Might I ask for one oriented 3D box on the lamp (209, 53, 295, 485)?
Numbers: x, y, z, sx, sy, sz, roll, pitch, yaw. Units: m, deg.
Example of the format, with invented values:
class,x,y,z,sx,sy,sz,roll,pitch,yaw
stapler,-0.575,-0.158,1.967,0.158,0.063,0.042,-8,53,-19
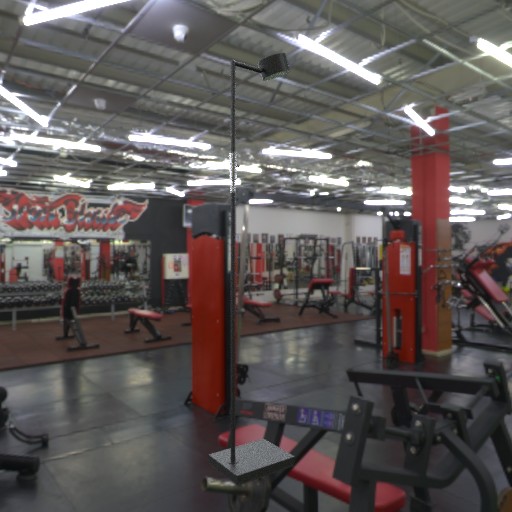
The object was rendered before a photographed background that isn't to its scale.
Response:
class,x,y,z,sx,sy,sz,roll,pitch,yaw
lamp,0.000,0.000,1.706,0.304,1.600,0.203,0,0,-35
